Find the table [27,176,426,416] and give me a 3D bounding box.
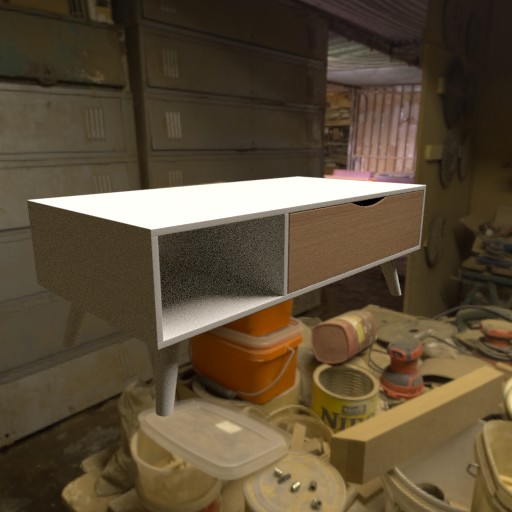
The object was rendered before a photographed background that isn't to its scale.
[{"bbox_3d":[0.000,0.000,1.491,0.609,0.432,1.194,13,20,42],"label":"table"}]
